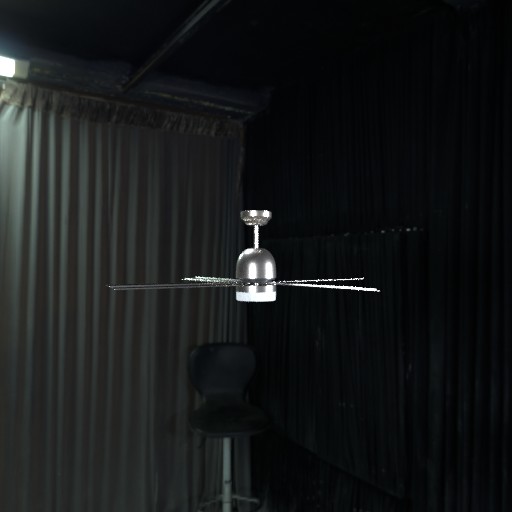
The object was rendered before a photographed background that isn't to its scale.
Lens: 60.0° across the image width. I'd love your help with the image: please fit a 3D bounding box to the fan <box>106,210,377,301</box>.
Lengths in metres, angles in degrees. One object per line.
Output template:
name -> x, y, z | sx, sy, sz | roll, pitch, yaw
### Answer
fan -> 0.000, 0.000, 2.061 | 1.346, 0.406, 1.346 | 1, -1, -37
